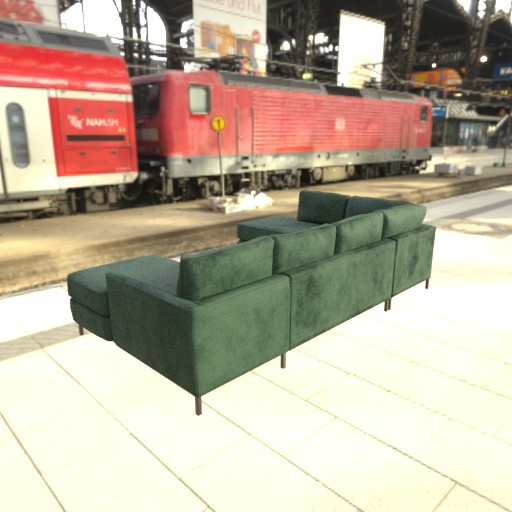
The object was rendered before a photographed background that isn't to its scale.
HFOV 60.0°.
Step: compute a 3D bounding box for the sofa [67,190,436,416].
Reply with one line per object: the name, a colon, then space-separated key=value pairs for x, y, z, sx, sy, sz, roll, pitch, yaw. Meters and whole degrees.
sofa: x=0.000 y=0.000 z=3.916 sx=1.992 sy=0.861 sz=2.994 roll=14 pitch=21 yaw=42
